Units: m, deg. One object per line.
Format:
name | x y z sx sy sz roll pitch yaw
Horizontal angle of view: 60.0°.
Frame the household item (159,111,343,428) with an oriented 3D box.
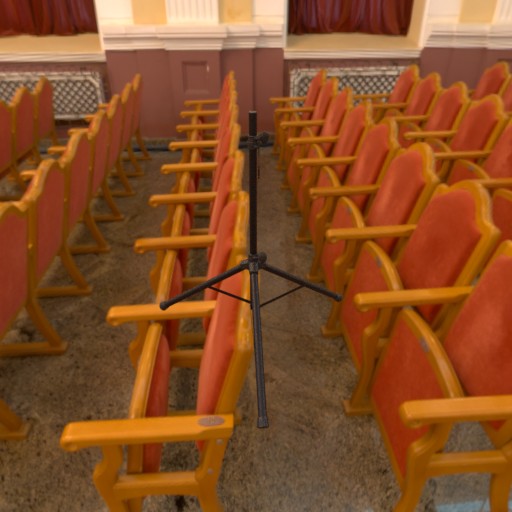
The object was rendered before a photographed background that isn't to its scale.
household item | 0.000 0.000 1.900 1.045 1.136 0.907 -2 30 -3
